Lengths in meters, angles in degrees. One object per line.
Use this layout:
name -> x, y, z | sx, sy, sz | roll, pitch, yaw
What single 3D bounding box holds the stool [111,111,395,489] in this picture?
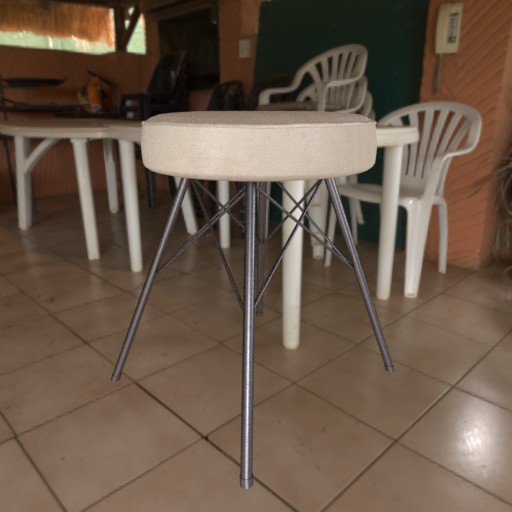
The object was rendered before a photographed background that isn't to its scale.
stool -> 0.000, 0.000, 0.868 | 0.423, 0.538, 0.457 | 17, 24, 42
